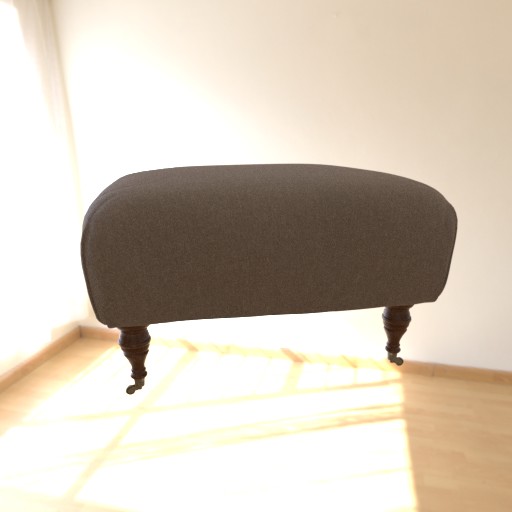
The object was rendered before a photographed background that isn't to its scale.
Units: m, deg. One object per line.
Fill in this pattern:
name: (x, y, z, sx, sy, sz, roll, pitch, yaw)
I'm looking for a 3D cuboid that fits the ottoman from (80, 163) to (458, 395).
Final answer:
ottoman: (0.000, 0.000, 1.114, 0.747, 0.450, 0.622, -3, 15, -11)
